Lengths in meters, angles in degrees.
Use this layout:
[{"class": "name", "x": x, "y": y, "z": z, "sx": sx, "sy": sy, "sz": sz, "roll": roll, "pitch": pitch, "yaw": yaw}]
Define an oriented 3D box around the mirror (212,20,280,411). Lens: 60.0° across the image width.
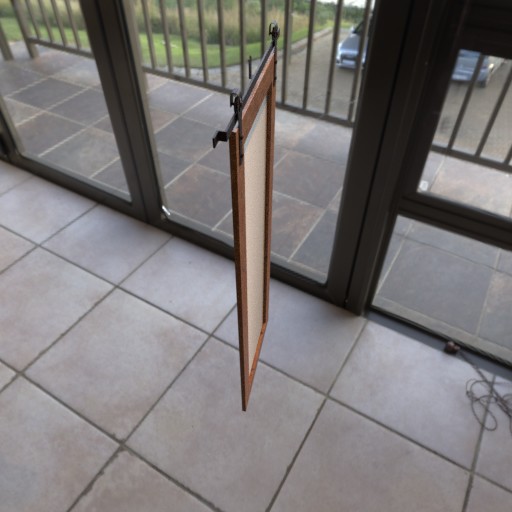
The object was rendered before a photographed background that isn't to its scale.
[{"class": "mirror", "x": 0.000, "y": 0.000, "z": 1.998, "sx": 0.042, "sy": 1.793, "sz": 0.847, "roll": 9, "pitch": 46, "yaw": 9}]
